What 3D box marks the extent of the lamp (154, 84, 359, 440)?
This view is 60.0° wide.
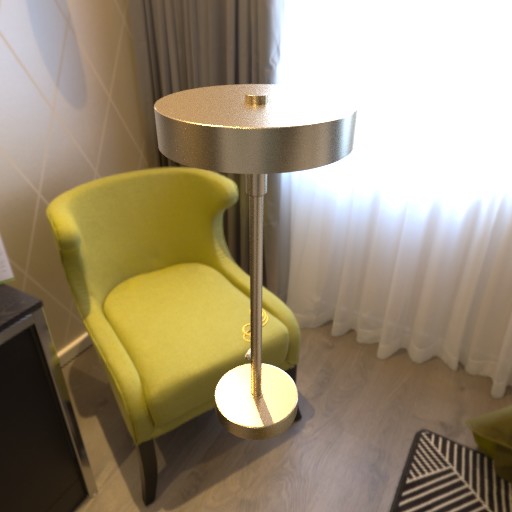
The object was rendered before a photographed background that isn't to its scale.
[{"bbox_3d":[0.000,0.000,0.689,0.229,0.508,0.369,0,31,0],"label":"lamp"}]
